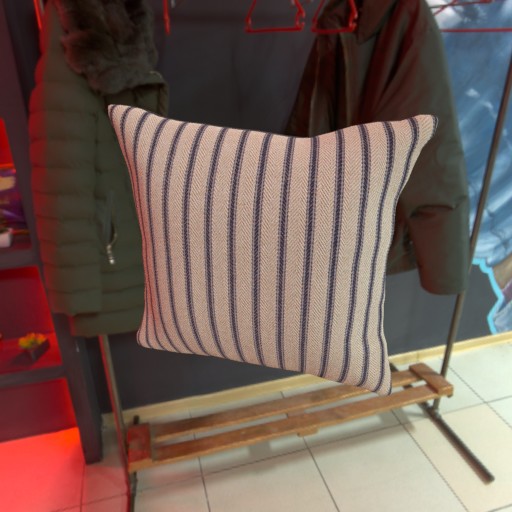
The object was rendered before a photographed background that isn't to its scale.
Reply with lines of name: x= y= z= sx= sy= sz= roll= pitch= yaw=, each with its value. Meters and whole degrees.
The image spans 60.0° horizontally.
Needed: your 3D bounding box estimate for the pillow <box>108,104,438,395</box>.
pillow: x=0.000 y=0.000 z=0.695 sx=0.468 sy=0.444 sz=0.138 roll=7 pitch=27 yaw=15
